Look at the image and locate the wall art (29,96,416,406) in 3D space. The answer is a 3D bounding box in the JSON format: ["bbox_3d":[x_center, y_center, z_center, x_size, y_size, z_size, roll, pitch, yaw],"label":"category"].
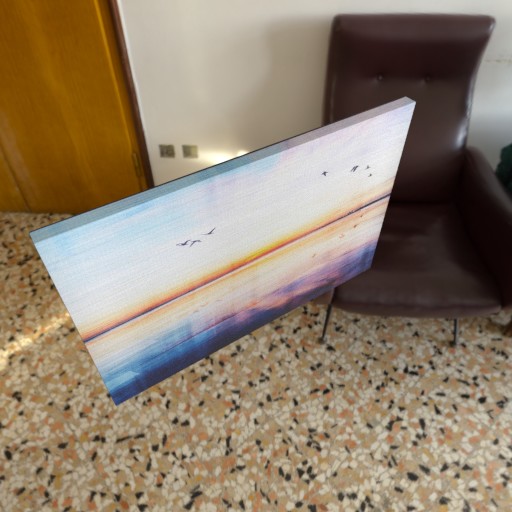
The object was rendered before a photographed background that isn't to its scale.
[{"bbox_3d":[0.000,0.000,1.142,0.911,0.605,0.037,-25,51,-22],"label":"wall art"}]
